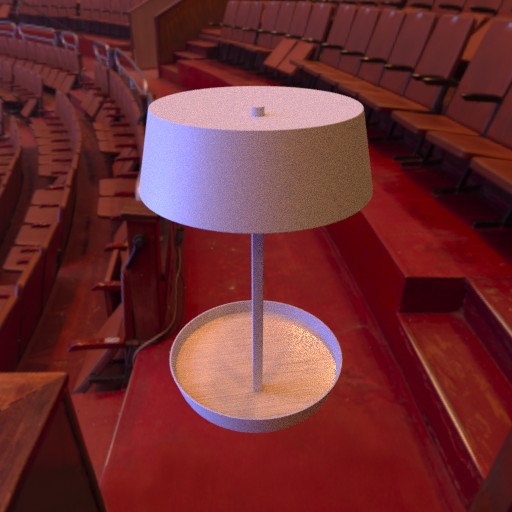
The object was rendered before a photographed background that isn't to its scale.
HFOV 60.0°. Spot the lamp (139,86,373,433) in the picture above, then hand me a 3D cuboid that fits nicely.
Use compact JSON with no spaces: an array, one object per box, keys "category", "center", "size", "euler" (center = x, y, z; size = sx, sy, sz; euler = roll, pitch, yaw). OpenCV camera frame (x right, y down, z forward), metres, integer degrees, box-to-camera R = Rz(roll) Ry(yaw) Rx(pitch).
[{"category":"lamp","center":[0.000,0.000,0.620],"size":[0.291,0.429,0.291],"euler":[0,30,0]}]
